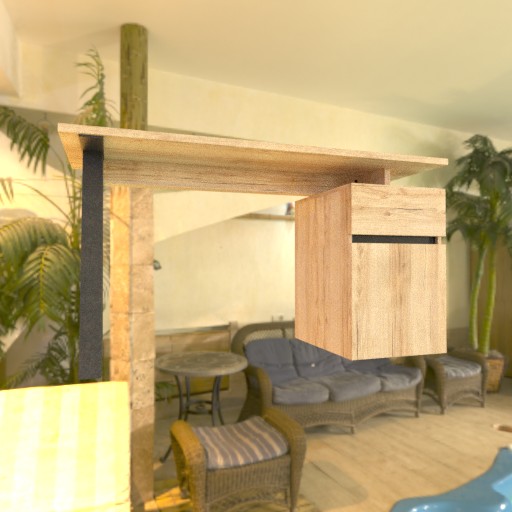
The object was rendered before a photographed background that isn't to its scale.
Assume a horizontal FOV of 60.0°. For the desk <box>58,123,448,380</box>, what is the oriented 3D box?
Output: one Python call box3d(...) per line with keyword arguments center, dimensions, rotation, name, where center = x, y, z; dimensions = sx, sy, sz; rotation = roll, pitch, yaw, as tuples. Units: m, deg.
box3d(center=(0.000, 0.000, 1.766), dimensions=(1.400, 0.760, 0.550), rotation=(0, -1, -19), name="desk")
